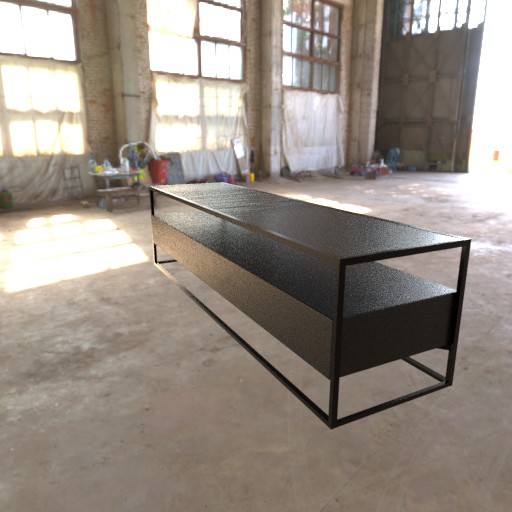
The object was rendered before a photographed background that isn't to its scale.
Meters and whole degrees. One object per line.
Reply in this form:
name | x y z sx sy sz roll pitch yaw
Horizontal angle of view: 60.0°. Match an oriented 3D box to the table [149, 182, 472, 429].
table | 0.000 0.000 1.662 0.399 0.395 1.486 -8 17 -26
